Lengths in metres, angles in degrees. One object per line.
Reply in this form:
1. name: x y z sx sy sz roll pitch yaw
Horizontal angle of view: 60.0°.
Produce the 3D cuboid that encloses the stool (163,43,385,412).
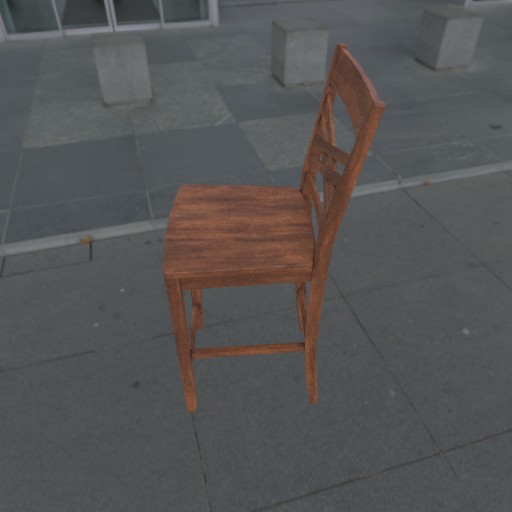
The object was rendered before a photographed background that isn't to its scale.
1. stool: 0.000 0.000 1.350 0.504 1.098 0.426 -1 40 -1
